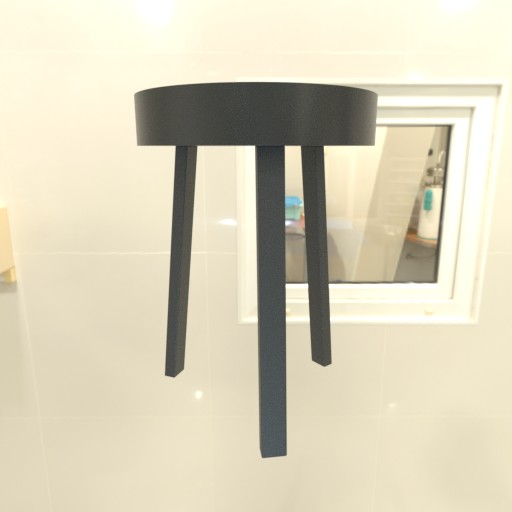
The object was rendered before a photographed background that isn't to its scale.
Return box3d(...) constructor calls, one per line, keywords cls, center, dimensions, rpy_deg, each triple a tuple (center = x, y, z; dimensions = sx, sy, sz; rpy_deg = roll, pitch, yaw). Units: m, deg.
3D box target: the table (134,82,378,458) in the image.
box3d(cls="table", center=(0.000, 0.000, 0.831), dimensions=(0.406, 0.559, 0.406), rpy_deg=(0, 14, 0))
